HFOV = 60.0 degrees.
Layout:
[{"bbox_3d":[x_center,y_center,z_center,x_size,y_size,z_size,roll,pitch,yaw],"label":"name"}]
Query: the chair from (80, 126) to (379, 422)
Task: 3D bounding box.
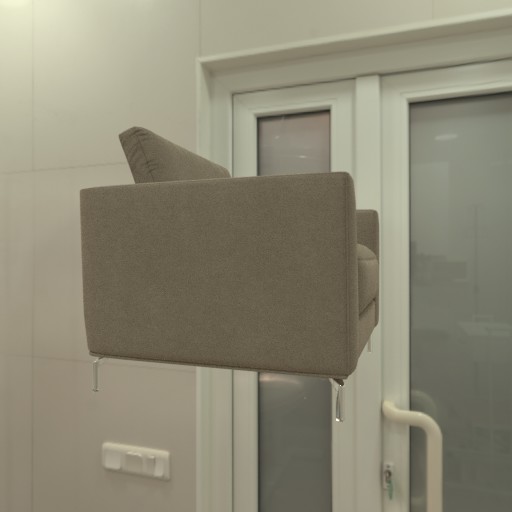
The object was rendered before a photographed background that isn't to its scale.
[{"bbox_3d":[0.000,0.000,1.707,0.889,0.864,1.041,0,0,19],"label":"chair"}]
